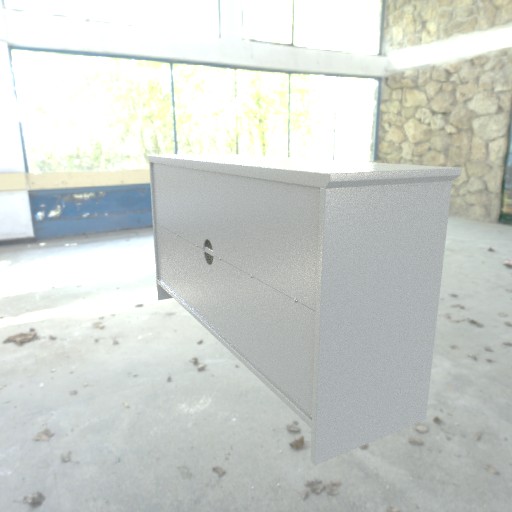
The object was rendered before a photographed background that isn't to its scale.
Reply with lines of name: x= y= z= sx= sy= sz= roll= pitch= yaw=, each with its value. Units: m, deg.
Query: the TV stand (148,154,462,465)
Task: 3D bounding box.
TV stand: x=0.000 y=0.000 z=1.417 sx=0.344 sy=0.603 sz=1.167 roll=-8 pitch=16 yaw=-28
